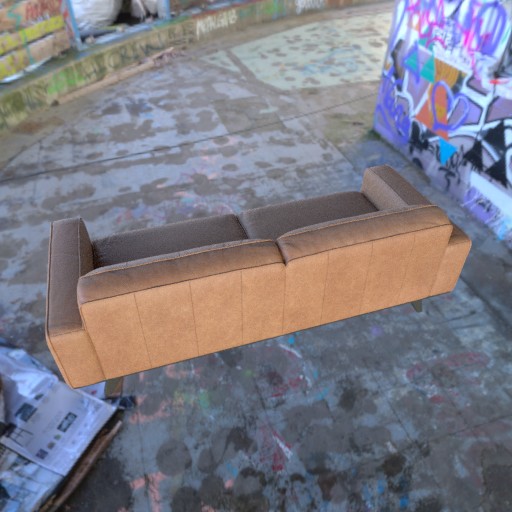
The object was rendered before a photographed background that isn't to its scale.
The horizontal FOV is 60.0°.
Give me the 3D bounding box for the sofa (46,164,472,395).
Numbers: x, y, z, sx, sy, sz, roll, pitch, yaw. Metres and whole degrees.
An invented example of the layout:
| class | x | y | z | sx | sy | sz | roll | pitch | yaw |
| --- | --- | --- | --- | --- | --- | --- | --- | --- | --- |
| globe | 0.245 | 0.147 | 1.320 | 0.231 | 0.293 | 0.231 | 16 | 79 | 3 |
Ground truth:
| class | x | y | z | sx | sy | sz | roll | pitch | yaw |
| --- | --- | --- | --- | --- | --- | --- | --- | --- | --- |
| sofa | 0.000 | 0.000 | 2.643 | 2.270 | 0.780 | 0.953 | -12 | 42 | -13 |
